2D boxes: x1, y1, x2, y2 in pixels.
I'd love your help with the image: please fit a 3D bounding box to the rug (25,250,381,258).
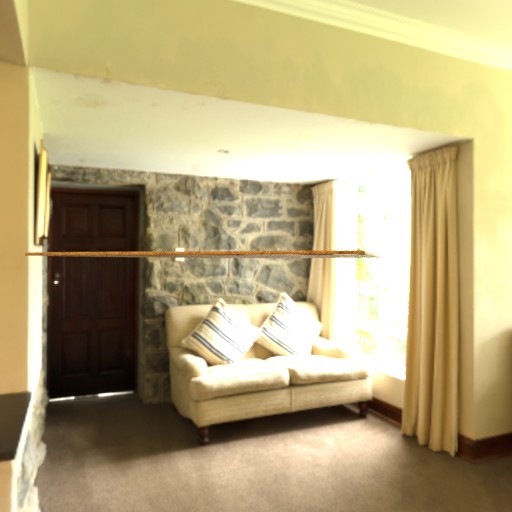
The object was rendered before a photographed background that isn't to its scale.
[{"bbox_3d":[0.000,0.000,2.913,1.528,0.014,2.292,0,-1,17],"label":"rug"}]
